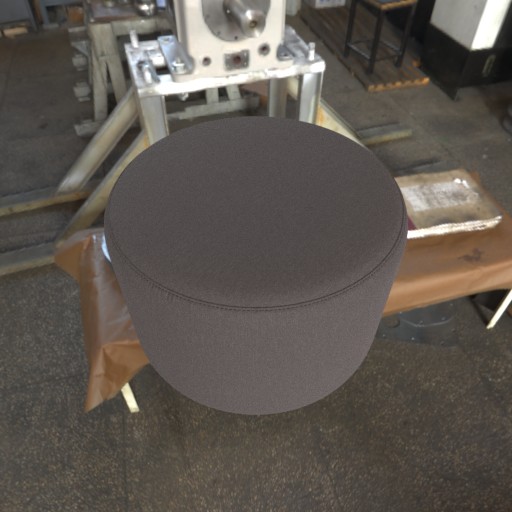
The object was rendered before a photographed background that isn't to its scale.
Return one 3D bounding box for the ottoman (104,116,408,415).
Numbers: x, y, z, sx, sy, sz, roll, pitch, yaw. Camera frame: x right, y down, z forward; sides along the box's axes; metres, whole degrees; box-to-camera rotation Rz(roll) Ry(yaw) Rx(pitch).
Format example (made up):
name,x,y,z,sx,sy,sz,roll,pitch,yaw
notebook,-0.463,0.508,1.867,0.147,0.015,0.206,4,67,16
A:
name,x,y,z,sx,sy,sz,roll,pitch,yaw
ottoman,0.000,0.000,1.018,0.608,0.433,0.608,0,47,0
